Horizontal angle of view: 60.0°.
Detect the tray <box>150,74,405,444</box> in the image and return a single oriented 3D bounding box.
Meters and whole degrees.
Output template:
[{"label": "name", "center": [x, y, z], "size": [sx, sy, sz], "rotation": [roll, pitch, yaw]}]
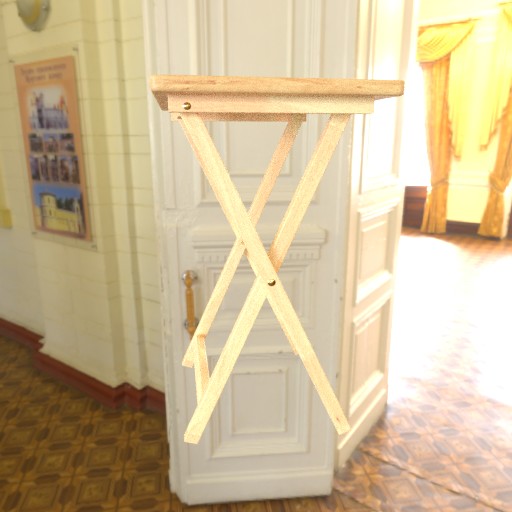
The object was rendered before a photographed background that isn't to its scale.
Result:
[{"label": "tray", "center": [0.000, 0.000, 0.952], "size": [0.381, 0.660, 0.483], "rotation": [-3, 15, -10]}]
